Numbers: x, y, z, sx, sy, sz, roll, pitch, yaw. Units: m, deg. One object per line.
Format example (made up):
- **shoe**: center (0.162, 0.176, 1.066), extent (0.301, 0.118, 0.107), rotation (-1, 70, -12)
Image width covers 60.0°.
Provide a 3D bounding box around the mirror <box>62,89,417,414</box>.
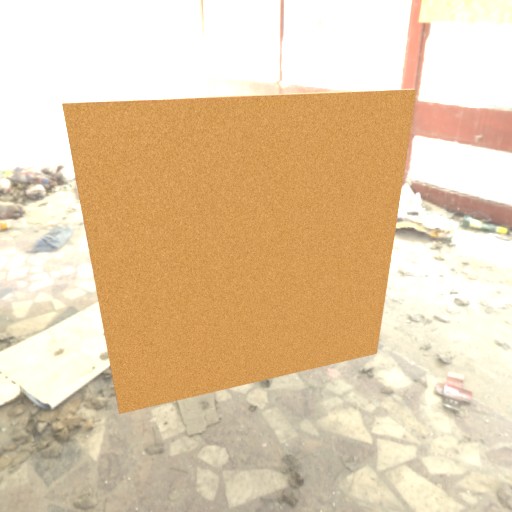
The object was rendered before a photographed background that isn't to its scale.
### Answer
- **mirror**: center (0.000, 0.000, 1.167), extent (0.804, 0.804, 0.061), rotation (-8, 28, -17)
